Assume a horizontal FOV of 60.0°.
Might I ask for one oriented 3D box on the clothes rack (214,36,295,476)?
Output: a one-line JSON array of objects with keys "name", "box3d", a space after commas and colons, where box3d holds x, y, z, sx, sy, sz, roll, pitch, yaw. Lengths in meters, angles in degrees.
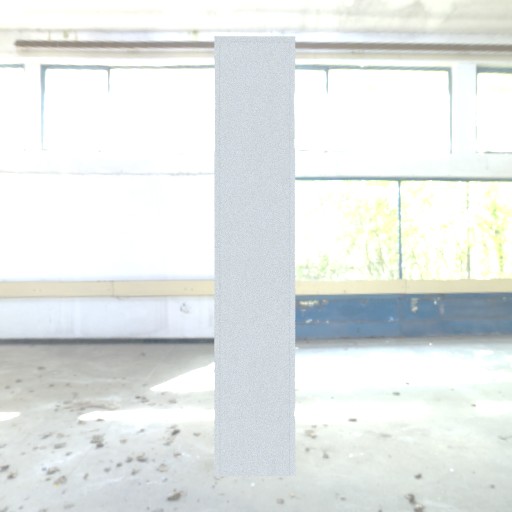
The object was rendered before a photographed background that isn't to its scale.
[{"name": "clothes rack", "box3d": [0.000, 0.000, 1.664, 0.250, 1.280, 0.750, 0, 0, -1]}]
